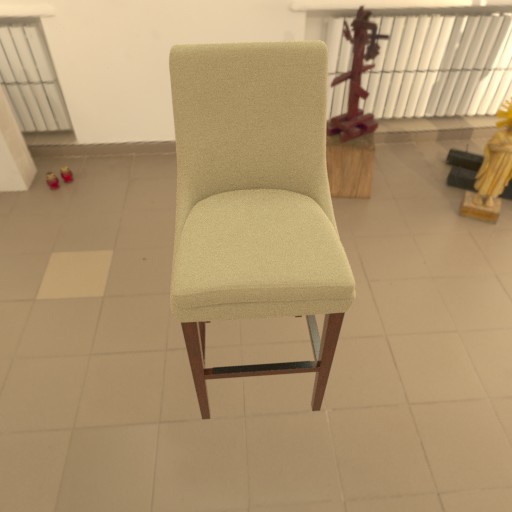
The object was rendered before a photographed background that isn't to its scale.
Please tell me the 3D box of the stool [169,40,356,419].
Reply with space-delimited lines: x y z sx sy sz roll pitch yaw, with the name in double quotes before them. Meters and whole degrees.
"stool" 0.000 0.000 1.361 0.470 1.078 0.577 -3 45 -3
